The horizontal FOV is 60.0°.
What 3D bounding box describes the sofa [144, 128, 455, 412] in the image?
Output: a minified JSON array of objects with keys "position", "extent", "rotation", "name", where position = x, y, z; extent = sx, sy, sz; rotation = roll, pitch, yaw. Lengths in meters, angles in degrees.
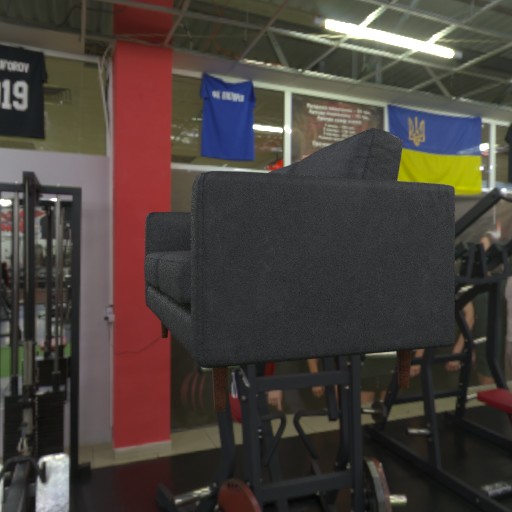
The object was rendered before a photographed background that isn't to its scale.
[{"position":[0.000,0.000,1.974],"extent":[0.879,0.899,1.430],"rotation":[0,1,-19],"name":"sofa"}]
